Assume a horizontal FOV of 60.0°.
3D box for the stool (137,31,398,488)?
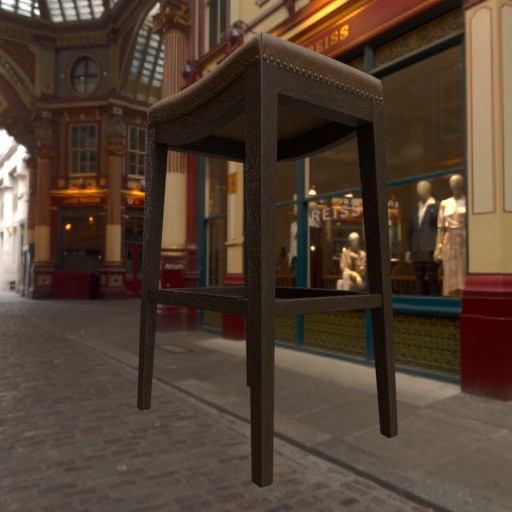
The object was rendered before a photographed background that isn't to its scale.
[{"bbox_3d":[0.000,0.000,1.017,0.361,0.759,0.500,1,-2,-37],"label":"stool"}]
